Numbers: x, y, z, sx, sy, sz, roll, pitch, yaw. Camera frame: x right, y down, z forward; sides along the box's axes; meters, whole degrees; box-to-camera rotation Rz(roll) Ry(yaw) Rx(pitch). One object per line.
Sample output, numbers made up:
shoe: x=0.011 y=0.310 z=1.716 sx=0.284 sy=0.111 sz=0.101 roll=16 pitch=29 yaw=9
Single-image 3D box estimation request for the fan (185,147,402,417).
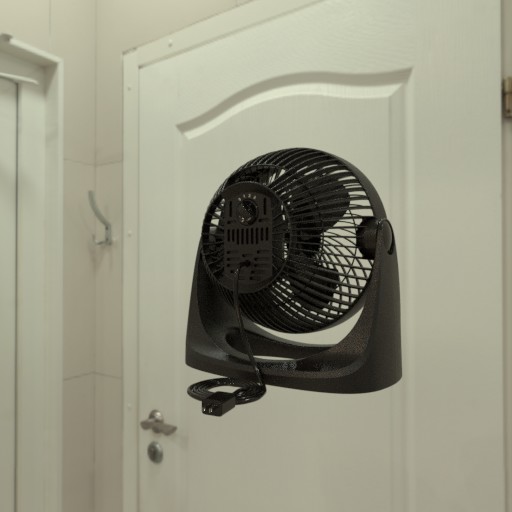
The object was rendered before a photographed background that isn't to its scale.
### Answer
fan: x=0.000 y=0.000 z=0.500 sx=0.273 sy=0.277 sz=0.256 roll=0 pitch=-1 yaw=35
